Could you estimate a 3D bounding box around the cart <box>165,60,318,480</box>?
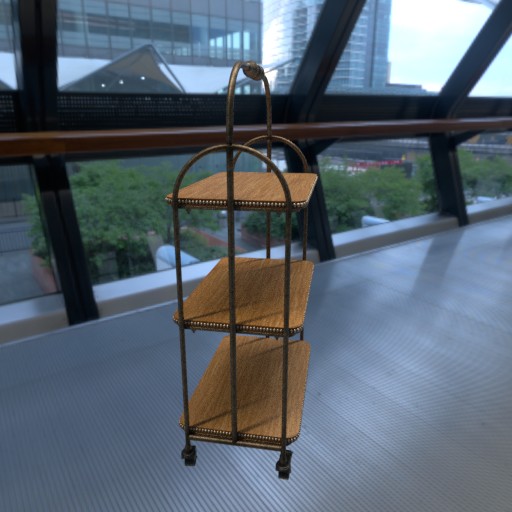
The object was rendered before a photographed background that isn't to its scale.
[{"bbox_3d":[0.000,0.000,1.317,0.330,1.052,0.650,3,17,10],"label":"cart"}]
